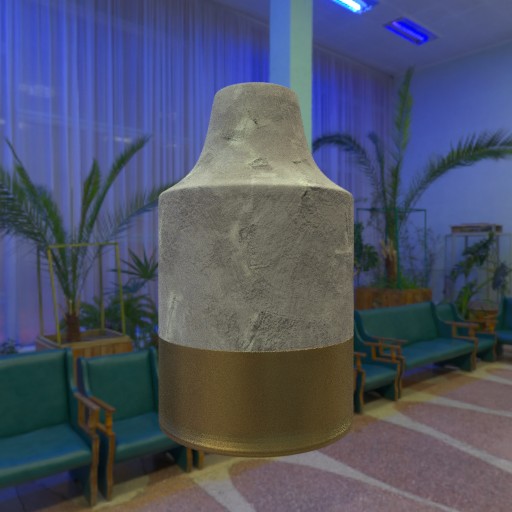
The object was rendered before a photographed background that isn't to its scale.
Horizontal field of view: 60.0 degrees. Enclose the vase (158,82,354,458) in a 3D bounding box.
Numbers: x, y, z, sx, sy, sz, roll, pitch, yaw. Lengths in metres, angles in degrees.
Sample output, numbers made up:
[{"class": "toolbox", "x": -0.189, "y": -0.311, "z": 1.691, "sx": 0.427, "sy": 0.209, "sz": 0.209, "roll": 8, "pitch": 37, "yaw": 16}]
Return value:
[{"class": "vase", "x": 0.000, "y": 0.000, "z": 0.427, "sx": 0.184, "sy": 0.305, "sz": 0.184, "roll": 0, "pitch": 1, "yaw": 0}]
